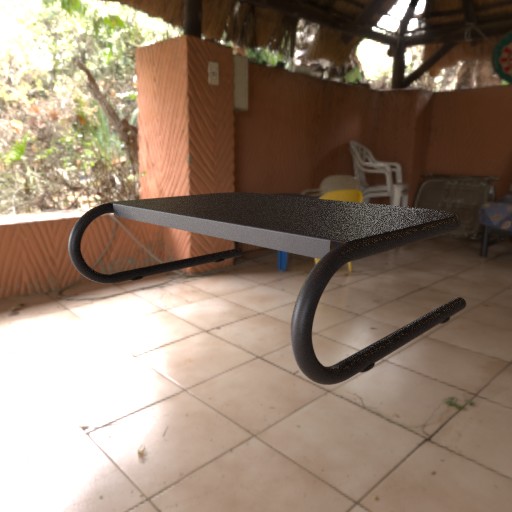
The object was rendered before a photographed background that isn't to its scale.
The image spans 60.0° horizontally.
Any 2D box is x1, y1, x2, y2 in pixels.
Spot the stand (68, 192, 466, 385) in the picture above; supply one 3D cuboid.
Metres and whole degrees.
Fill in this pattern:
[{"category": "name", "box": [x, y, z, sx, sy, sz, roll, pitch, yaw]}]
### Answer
[{"category": "stand", "box": [0.000, 0.000, 0.503, 0.280, 0.108, 0.370, -13, 18, -43]}]
